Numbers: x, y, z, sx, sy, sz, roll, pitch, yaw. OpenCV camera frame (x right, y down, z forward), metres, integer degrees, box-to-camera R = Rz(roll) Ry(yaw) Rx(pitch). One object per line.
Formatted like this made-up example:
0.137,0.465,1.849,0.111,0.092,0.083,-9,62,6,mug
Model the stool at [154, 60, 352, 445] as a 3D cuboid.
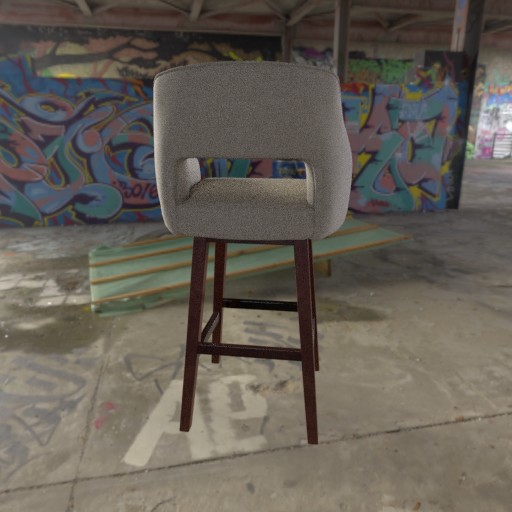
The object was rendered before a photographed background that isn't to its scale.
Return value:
0.000,0.000,1.367,0.550,1.041,0.560,2,16,8,stool
